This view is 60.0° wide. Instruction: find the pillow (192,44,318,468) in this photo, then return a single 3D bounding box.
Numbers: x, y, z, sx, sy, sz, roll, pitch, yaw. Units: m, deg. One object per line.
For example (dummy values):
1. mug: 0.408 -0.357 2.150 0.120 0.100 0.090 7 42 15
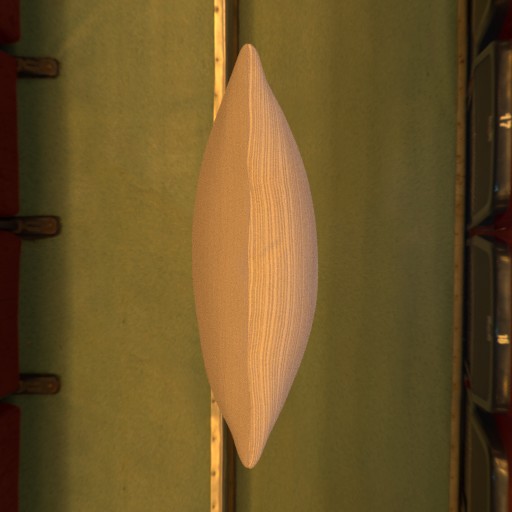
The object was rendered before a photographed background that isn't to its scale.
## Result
1. pillow: 0.000 0.000 0.772 0.204 0.497 0.512 0 91 1
